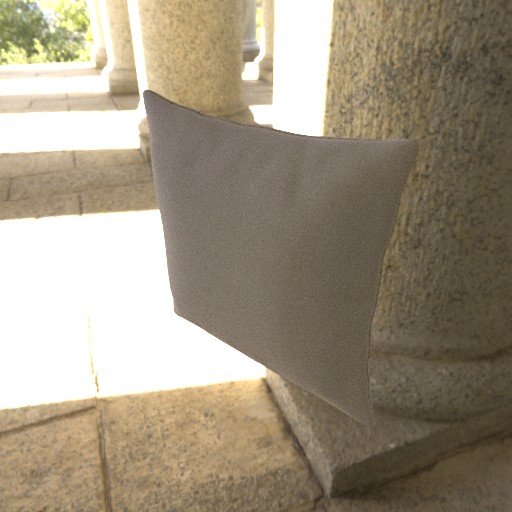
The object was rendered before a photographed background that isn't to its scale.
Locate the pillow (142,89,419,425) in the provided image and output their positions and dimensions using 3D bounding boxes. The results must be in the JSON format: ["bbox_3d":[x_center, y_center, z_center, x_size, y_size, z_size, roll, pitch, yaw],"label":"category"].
[{"bbox_3d":[0.000,0.000,0.793,0.523,0.510,0.166,23,38,33],"label":"pillow"}]
